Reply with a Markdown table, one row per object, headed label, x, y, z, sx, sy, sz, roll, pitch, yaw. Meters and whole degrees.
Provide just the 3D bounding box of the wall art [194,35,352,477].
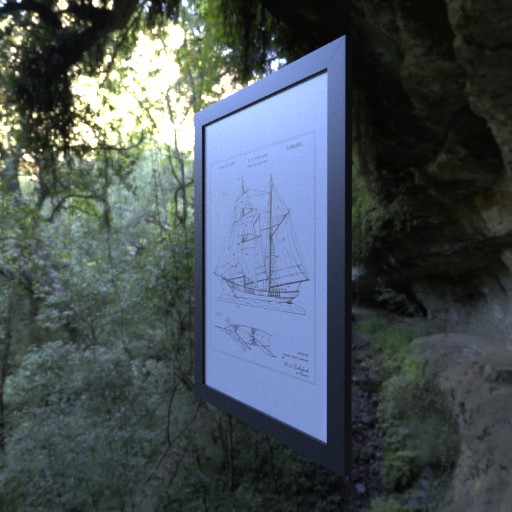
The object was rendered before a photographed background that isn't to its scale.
| label | x | y | z | sx | sy | sz | roll | pitch | yaw |
| --- | --- | --- | --- | --- | --- | --- | --- | --- | --- |
| wall art | 0.000 | 0.000 | 0.691 | 0.013 | 0.534 | 0.381 | 0 | 1 | -36 |
